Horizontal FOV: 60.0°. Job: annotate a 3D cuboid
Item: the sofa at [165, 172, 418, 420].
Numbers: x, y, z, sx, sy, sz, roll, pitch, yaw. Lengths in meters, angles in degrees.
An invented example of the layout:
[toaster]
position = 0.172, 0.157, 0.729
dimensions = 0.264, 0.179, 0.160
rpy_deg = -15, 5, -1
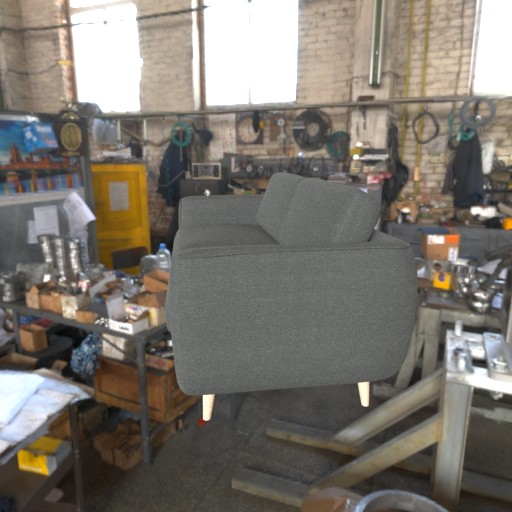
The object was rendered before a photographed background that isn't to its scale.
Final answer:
[sofa]
position = 0.000, 0.000, 2.420
dimensions = 0.920, 0.850, 2.000
rpy_deg = -2, 13, -9
